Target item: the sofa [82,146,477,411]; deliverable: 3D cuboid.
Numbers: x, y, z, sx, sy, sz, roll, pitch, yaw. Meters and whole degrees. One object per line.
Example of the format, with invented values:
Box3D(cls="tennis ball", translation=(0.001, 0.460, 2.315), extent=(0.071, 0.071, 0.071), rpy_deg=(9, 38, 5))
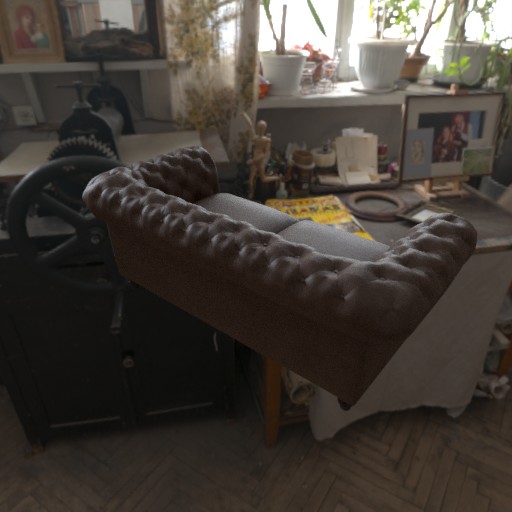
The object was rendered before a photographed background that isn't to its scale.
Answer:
Box3D(cls="sofa", translation=(0.000, 0.000, 2.520), extent=(2.048, 0.784, 0.955), rpy_deg=(23, 37, 33))
